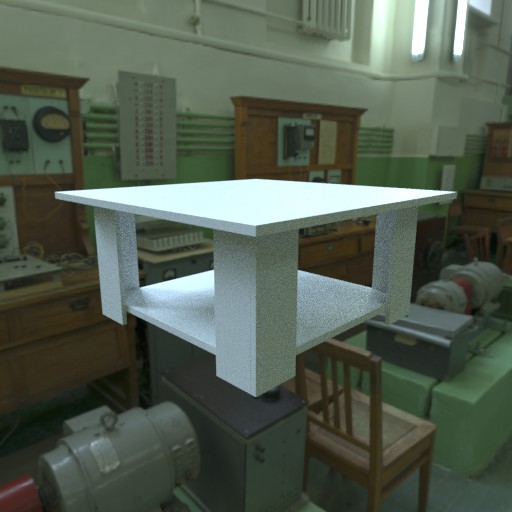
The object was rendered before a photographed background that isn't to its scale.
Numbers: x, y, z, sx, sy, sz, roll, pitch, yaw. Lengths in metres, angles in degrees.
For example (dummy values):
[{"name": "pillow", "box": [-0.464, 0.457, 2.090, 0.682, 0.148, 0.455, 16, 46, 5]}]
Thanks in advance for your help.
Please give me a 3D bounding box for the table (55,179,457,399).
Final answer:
[{"name": "table", "box": [0.000, 0.000, 1.080, 0.670, 0.305, 0.670, 13, 19, 43]}]
